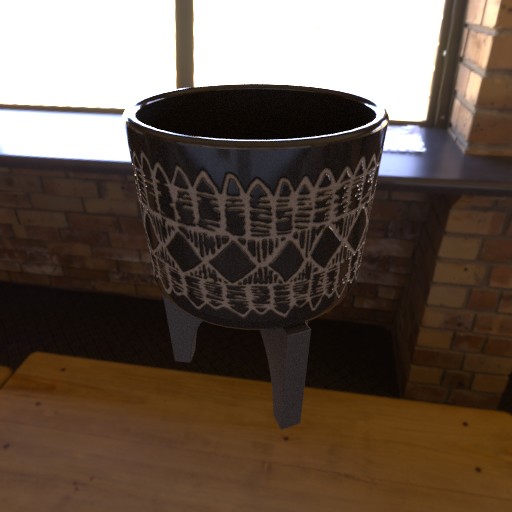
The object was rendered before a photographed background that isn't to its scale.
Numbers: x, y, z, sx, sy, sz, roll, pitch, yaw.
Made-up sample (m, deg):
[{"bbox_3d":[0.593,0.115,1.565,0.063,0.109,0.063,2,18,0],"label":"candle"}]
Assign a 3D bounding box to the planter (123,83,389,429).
[{"bbox_3d":[0.000,0.000,0.402,0.196,0.264,0.196,-11,33,-18],"label":"planter"}]
